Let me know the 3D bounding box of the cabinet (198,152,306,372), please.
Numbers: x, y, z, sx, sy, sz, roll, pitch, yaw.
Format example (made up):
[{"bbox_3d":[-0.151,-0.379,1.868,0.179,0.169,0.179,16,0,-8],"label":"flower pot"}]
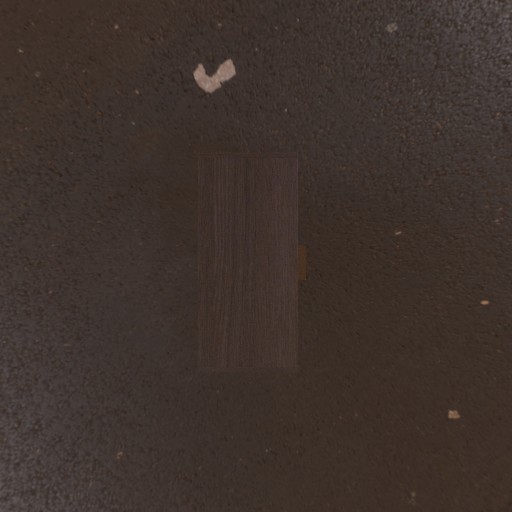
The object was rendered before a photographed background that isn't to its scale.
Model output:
[{"bbox_3d":[0.000,0.000,1.863,0.255,1.630,0.520,0,91,1],"label":"cabinet"}]
